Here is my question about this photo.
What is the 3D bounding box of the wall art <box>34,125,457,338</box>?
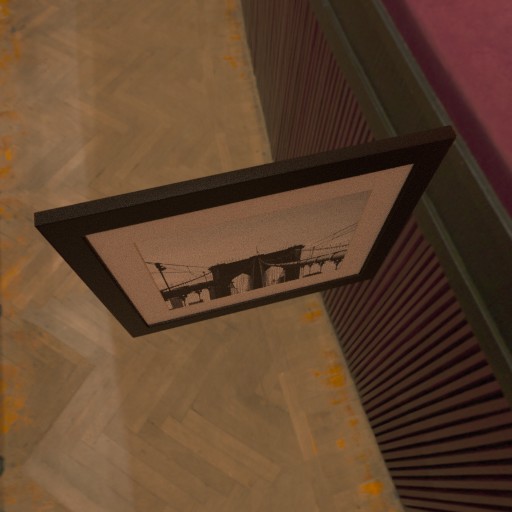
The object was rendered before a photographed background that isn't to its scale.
[{"bbox_3d":[0.000,0.000,0.733,0.521,0.450,0.018,-13,64,-6],"label":"wall art"}]
